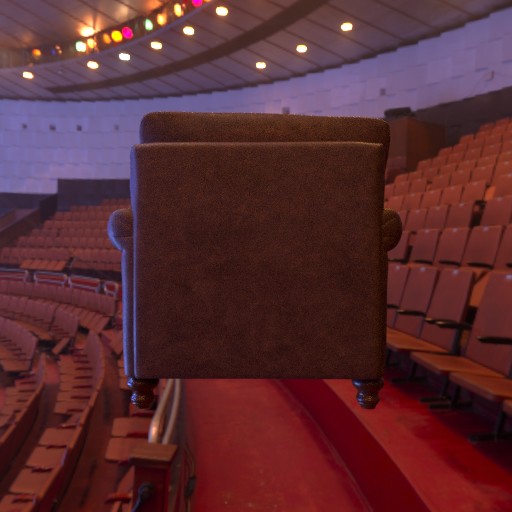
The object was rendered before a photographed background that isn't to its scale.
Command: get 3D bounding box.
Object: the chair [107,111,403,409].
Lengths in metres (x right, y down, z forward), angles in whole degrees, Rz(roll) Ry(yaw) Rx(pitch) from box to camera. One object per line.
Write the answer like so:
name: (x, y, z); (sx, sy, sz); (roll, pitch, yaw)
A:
chair: (0.000, 0.000, 1.832); (0.996, 0.976, 1.002); (0, 0, 1)
